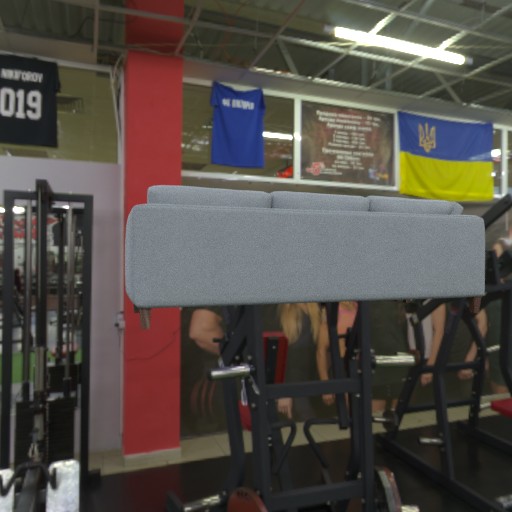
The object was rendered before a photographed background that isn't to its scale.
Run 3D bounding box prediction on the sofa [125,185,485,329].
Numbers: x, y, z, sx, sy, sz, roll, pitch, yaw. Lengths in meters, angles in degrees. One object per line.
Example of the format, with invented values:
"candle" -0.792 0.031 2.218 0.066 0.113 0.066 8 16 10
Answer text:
"sofa" 0.000 0.000 4.388 2.551 0.853 3.238 0 0 -18
